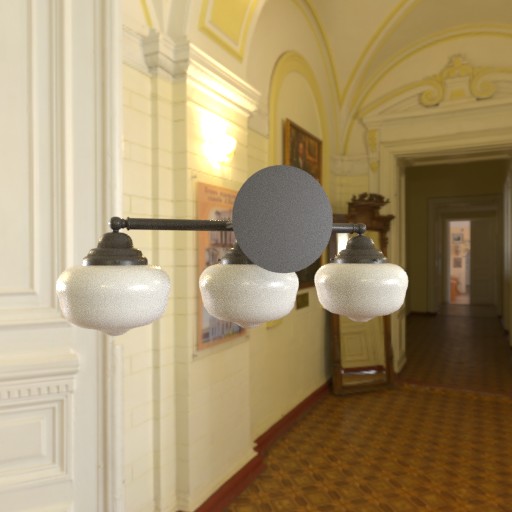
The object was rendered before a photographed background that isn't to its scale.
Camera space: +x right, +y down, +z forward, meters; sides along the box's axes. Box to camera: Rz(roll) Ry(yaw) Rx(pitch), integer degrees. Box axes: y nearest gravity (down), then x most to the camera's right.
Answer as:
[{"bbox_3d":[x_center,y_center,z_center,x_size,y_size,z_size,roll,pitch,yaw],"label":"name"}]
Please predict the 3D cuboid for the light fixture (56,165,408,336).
[{"bbox_3d":[0.000,0.000,0.701,0.587,0.242,0.239,0,0,-18],"label":"light fixture"}]
